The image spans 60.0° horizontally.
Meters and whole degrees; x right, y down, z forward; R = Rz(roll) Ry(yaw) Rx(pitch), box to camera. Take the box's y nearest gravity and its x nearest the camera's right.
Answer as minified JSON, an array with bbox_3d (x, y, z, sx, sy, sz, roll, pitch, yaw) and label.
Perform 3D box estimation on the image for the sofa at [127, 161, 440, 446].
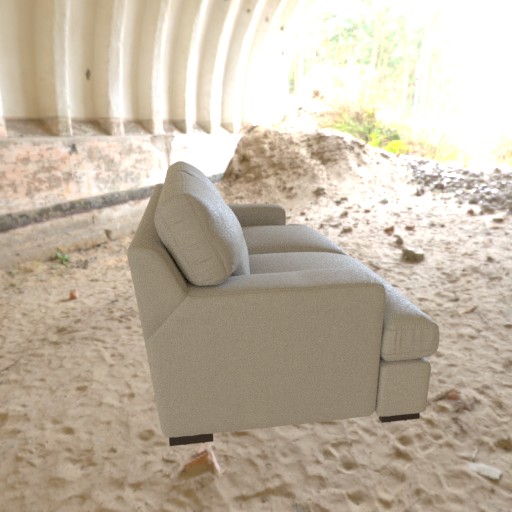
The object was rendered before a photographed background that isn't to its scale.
[{"bbox_3d":[0.000,0.000,2.432,1.143,0.940,1.880,-3,16,-9],"label":"sofa"}]
